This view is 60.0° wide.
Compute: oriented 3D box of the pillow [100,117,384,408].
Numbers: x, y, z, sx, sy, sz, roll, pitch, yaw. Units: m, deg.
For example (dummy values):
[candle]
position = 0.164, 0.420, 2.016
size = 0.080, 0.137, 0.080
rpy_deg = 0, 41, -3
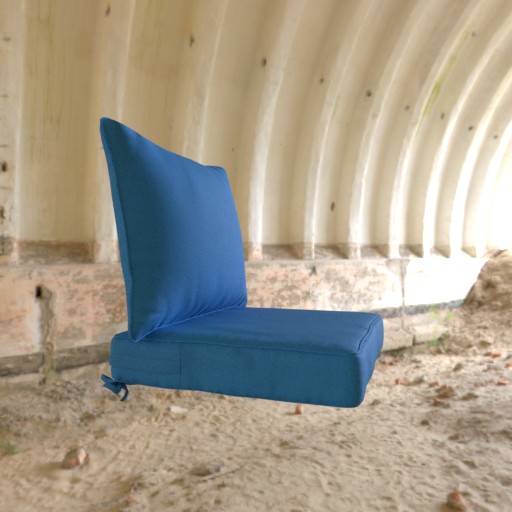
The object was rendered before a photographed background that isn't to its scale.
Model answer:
[pillow]
position = 0.000, 0.000, 1.389
size = 0.733, 0.725, 0.798
rpy_deg = 0, 0, 20
